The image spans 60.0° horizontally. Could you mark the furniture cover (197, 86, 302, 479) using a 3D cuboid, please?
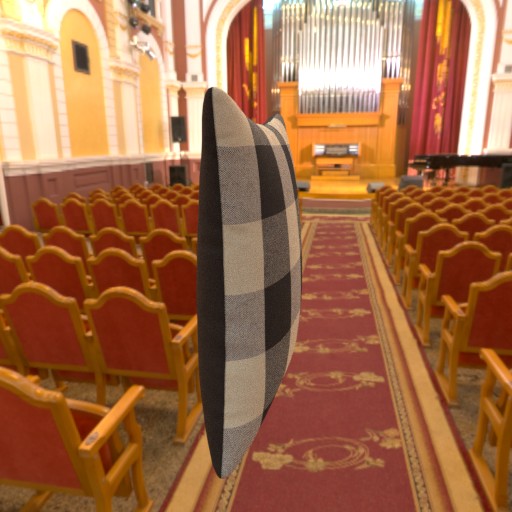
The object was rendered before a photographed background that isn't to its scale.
[{"bbox_3d":[0.000,0.000,0.784,0.161,0.509,0.511,3,15,10],"label":"furniture cover"}]
